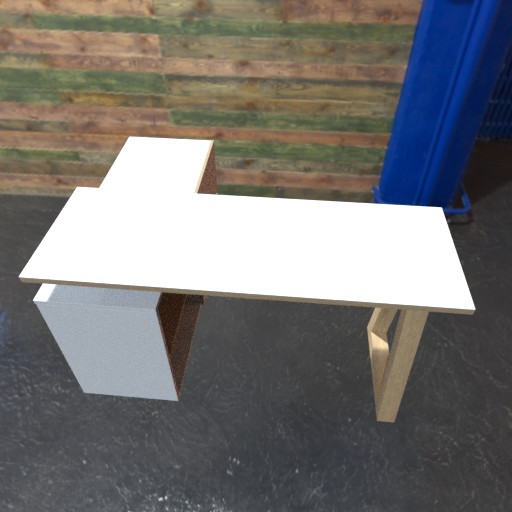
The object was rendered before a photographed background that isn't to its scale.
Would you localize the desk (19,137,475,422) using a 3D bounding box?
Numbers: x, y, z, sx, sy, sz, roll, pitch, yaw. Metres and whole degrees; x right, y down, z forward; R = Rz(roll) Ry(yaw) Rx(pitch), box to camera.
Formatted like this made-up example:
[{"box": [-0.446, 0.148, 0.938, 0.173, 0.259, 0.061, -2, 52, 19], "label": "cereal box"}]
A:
[{"box": [0.000, 0.000, 2.007, 1.404, 0.755, 1.098, 4, 44, 4], "label": "desk"}]
